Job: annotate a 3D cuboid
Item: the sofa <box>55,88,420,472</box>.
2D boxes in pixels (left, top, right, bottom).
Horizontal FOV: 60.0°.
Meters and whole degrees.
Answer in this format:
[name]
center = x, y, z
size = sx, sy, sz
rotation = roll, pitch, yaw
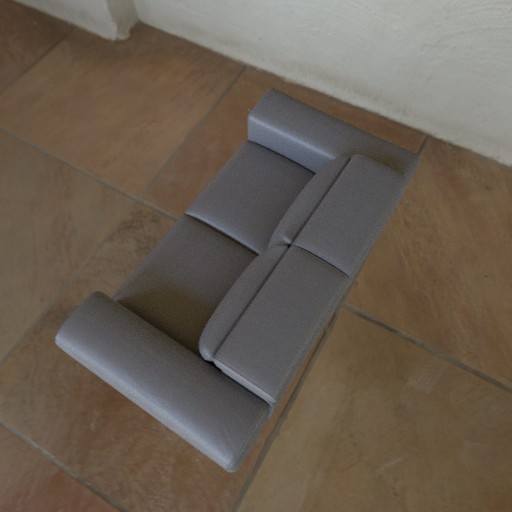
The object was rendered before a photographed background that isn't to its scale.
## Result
[sofa]
center = 0.000, 0.000, 2.441
size = 1.024, 0.753, 1.930
rotation = 30, 67, 14
